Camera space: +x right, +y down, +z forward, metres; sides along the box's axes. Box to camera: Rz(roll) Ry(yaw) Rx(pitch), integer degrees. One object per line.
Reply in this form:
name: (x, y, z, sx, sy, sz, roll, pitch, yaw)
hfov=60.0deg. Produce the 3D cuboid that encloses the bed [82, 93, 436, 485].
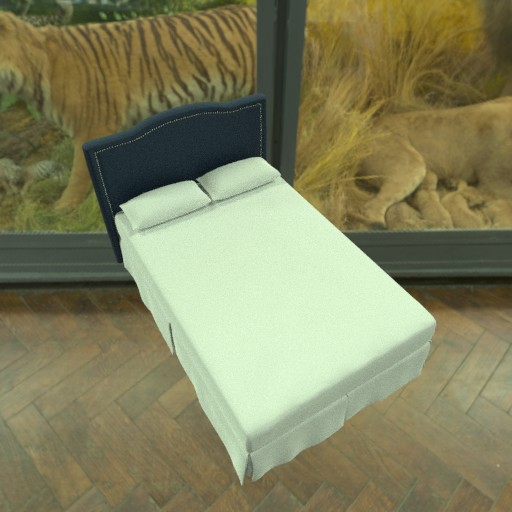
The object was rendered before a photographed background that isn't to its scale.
bed: (0.000, 0.000, 3.496, 1.741, 1.441, 2.507, -24, 50, -21)
